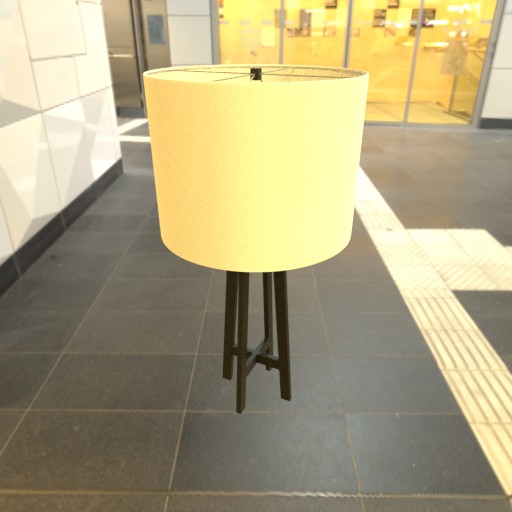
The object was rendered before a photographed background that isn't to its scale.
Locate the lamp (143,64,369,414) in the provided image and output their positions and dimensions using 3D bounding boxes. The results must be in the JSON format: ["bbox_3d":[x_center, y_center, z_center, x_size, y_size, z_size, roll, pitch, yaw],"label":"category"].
[{"bbox_3d":[0.000,0.000,0.626,0.257,0.489,0.257,-9,28,-17],"label":"lamp"}]
